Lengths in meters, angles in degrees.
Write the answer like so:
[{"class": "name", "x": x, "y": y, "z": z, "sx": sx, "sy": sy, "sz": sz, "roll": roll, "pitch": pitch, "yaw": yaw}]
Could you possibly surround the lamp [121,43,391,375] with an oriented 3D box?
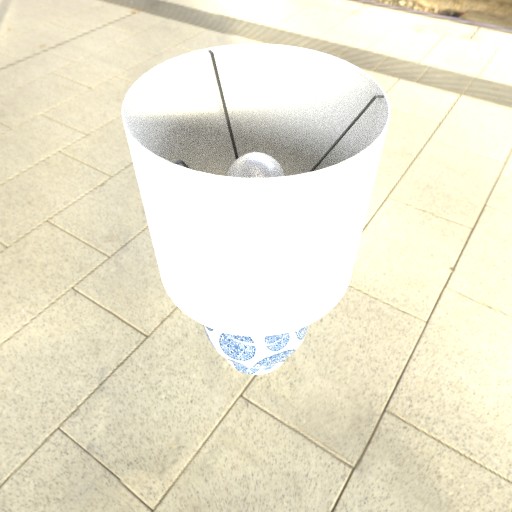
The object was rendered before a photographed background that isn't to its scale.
[{"class": "lamp", "x": 0.000, "y": 0.000, "z": 0.501, "sx": 0.215, "sy": 0.381, "sz": 0.215, "roll": 25, "pitch": 52, "yaw": 21}]
